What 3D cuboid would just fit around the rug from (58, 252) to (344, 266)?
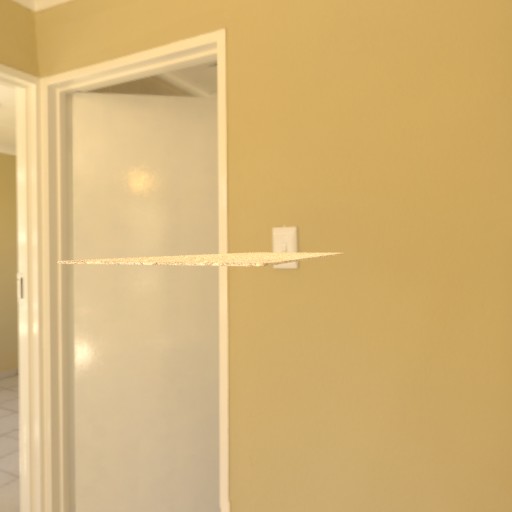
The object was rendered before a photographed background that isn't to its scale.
[{"bbox_3d":[0.000,0.000,2.678,0.807,0.013,2.436,0,1,17],"label":"rug"}]
